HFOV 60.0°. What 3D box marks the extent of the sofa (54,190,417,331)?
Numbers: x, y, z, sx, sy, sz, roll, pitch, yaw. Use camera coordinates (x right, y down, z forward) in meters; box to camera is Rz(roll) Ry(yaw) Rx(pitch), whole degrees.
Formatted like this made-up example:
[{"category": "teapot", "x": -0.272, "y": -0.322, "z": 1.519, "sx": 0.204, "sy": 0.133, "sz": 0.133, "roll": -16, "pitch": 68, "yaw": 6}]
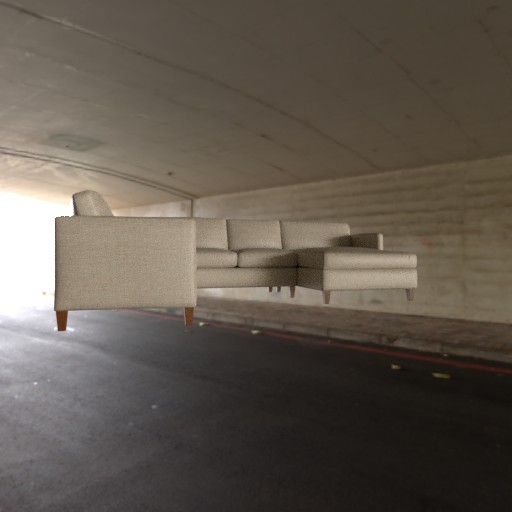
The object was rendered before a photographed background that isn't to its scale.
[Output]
[{"category": "sofa", "x": 0.000, "y": 0.000, "z": 4.523, "sx": 3.460, "sy": 0.961, "sz": 2.594, "roll": 0, "pitch": 0, "yaw": -16}]
